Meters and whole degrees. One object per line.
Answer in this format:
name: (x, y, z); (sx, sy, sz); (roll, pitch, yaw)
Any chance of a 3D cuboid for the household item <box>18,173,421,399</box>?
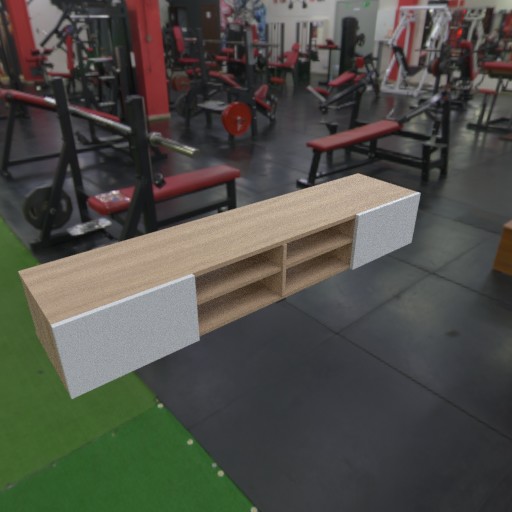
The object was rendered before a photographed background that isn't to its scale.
household item: (0.000, 0.000, 2.027); (1.850, 0.310, 0.420); (-20, 34, -33)
